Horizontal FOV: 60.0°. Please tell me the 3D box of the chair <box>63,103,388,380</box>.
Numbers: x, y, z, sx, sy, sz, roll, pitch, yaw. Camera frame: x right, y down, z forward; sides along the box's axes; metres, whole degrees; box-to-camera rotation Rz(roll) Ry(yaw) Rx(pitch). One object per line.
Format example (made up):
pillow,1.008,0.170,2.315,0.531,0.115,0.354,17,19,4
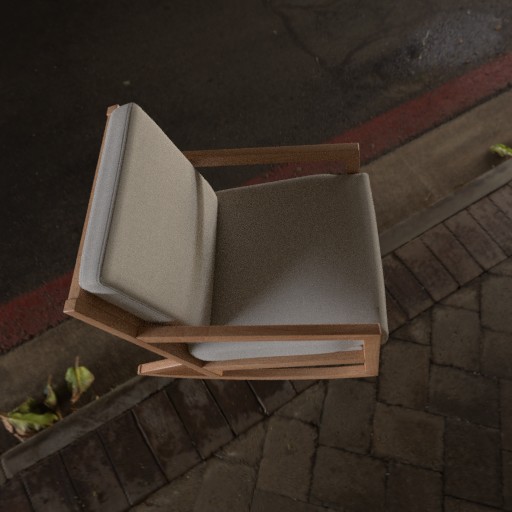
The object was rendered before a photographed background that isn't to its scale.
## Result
chair,0.000,0.000,1.420,0.857,0.790,0.622,1,63,0
